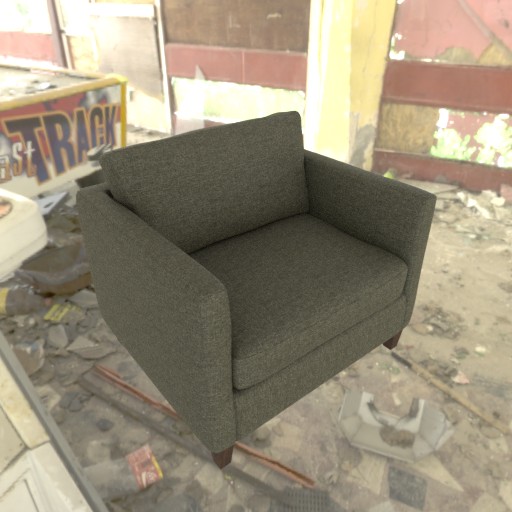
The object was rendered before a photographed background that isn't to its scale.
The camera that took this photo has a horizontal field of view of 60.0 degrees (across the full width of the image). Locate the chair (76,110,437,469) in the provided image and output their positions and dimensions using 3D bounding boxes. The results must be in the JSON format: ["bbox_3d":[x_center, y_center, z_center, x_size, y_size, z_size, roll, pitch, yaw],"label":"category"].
[{"bbox_3d":[0.000,0.000,1.835,1.107,0.963,0.959,-22,37,-32],"label":"chair"}]
